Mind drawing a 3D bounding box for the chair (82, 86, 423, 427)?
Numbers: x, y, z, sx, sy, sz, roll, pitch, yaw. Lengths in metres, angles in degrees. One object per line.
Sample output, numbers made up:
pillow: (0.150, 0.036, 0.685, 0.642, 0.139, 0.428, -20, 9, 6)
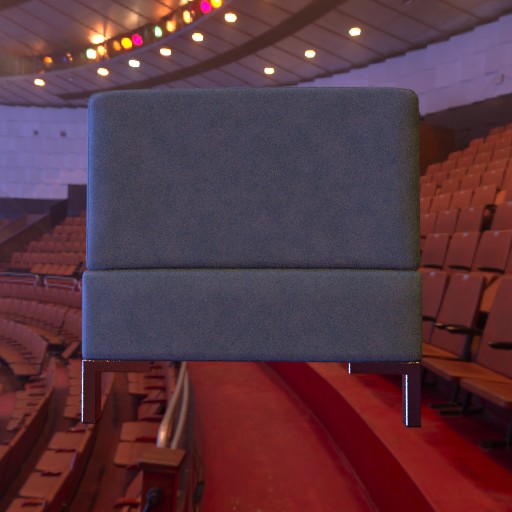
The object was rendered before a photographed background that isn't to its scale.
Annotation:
chair: (0.000, 0.000, 1.182, 0.684, 0.660, 0.685, 0, -1, 2)
